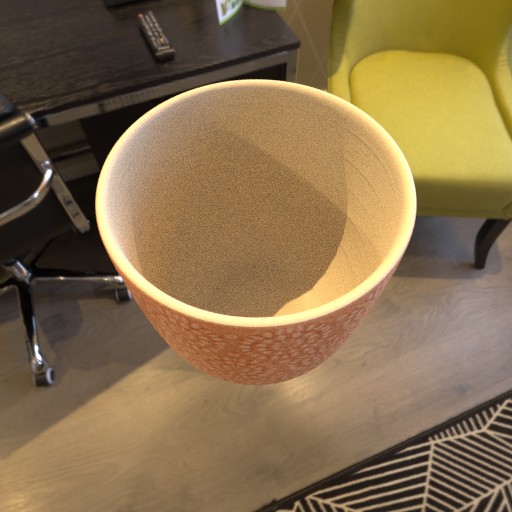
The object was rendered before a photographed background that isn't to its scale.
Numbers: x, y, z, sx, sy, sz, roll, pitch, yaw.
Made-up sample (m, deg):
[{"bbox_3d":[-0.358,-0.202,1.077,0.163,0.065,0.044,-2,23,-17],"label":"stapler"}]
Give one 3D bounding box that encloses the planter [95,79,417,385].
[{"bbox_3d":[0.000,0.000,0.370,0.208,0.190,0.208,0,58,0],"label":"planter"}]
